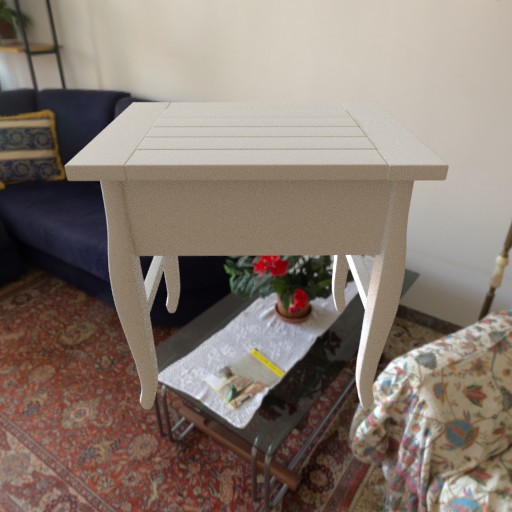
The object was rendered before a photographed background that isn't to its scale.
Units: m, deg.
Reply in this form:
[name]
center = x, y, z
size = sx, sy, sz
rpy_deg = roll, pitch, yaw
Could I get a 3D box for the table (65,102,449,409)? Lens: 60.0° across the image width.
[table]
center = 0.000, 0.000, 1.040
size = 0.599, 0.605, 0.463
rpy_deg = 0, 31, 0
